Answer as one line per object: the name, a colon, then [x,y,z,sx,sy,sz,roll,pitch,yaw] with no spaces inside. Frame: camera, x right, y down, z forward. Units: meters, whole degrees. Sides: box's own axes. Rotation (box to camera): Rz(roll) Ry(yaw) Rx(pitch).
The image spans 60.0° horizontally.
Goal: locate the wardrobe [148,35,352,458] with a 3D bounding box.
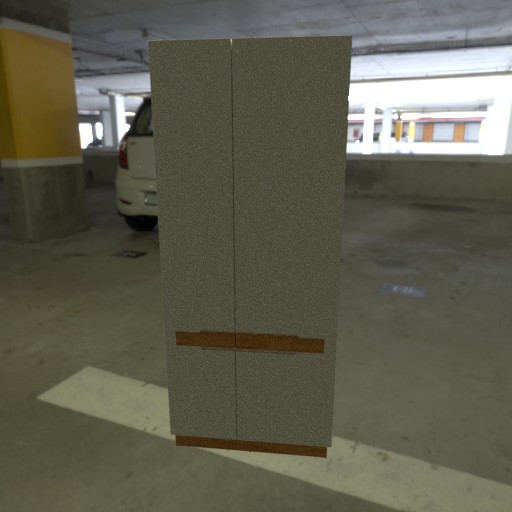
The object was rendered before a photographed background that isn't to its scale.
wardrobe: [0.000,0.000,2.397,0.860,2.040,0.600,2,15,7]
